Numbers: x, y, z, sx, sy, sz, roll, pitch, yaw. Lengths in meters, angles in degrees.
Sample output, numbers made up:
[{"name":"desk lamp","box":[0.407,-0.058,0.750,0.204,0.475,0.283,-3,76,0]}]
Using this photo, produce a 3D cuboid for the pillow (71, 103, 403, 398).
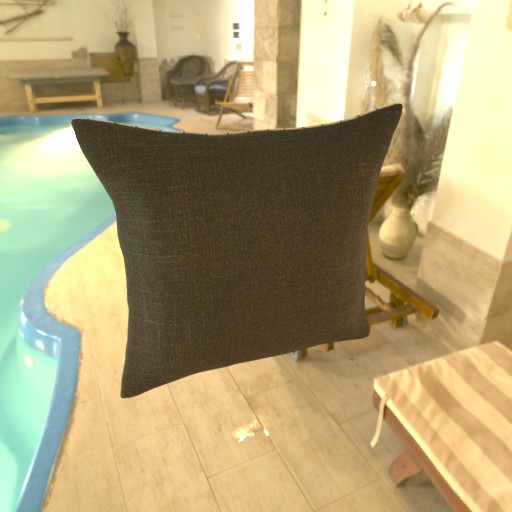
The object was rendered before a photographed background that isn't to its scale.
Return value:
[{"name":"pillow","box":[0.000,0.000,0.690,0.468,0.444,0.138,-9,29,-17]}]
